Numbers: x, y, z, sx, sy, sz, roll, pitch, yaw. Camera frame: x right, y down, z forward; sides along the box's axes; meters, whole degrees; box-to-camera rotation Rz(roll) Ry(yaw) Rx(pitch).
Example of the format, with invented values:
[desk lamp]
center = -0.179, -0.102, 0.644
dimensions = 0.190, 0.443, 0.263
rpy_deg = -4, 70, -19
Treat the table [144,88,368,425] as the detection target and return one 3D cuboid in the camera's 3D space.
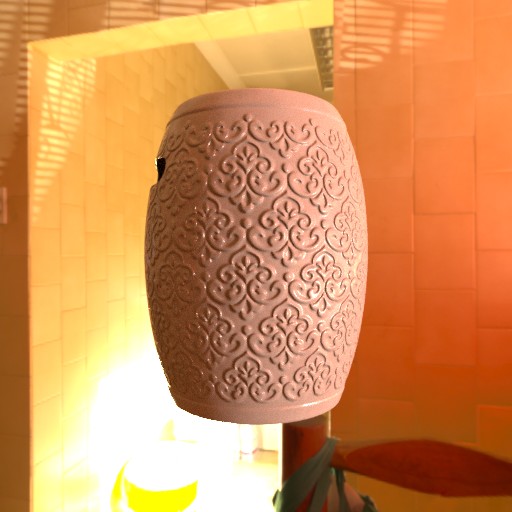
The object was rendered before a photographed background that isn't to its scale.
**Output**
[table]
center = 0.000, 0.000, 0.631
dimensions = 0.309, 0.397, 0.309
rpy_deg = 0, 0, 0
